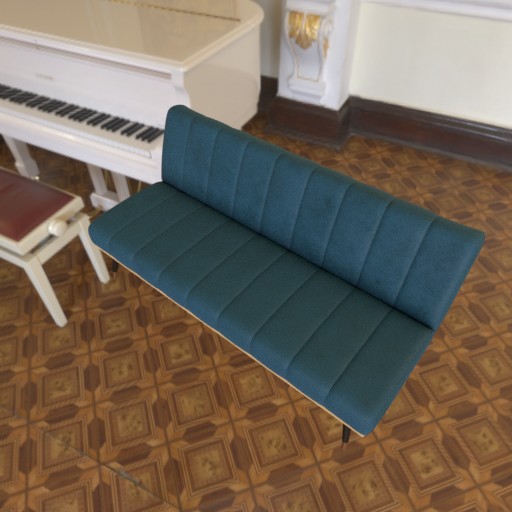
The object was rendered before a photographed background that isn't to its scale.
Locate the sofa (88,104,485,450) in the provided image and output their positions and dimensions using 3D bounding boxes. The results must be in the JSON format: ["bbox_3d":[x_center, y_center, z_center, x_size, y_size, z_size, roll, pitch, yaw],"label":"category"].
[{"bbox_3d":[0.000,0.000,2.277,1.810,0.825,0.830,30,52,26],"label":"sofa"}]
